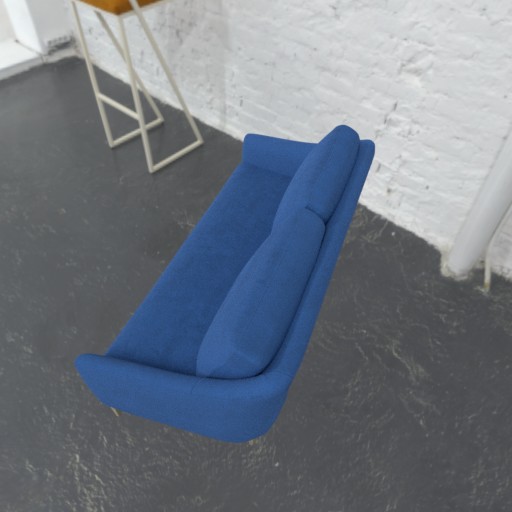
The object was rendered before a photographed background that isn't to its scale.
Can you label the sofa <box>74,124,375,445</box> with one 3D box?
[{"bbox_3d":[0.000,0.000,2.559,0.960,0.903,2.036,16,48,14],"label":"sofa"}]
